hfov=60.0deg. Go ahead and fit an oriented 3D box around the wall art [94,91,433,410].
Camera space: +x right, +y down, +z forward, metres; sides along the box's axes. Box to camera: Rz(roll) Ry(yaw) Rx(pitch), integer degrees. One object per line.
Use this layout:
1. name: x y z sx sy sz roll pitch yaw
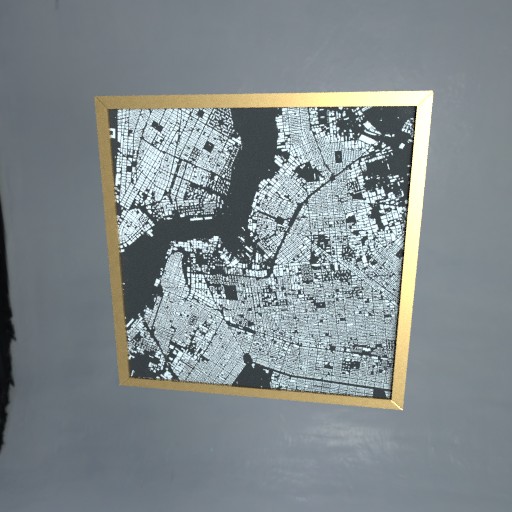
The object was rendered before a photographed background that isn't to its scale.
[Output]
1. wall art: 0.000 0.000 1.872 1.284 1.284 0.095 2 15 9
